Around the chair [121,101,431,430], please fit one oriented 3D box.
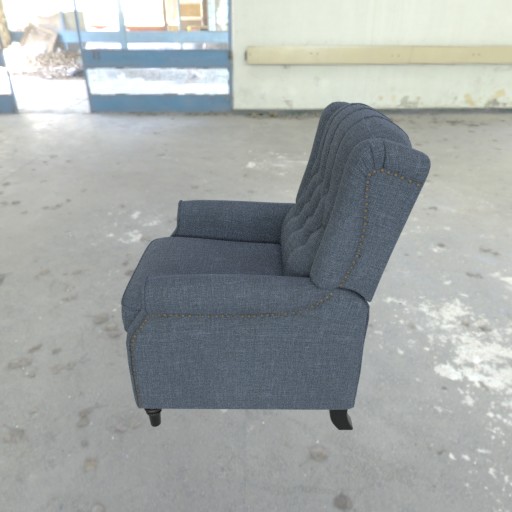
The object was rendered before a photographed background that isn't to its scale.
[{"bbox_3d":[0.000,0.000,1.604,0.898,1.035,0.742,0,28,0],"label":"chair"}]
